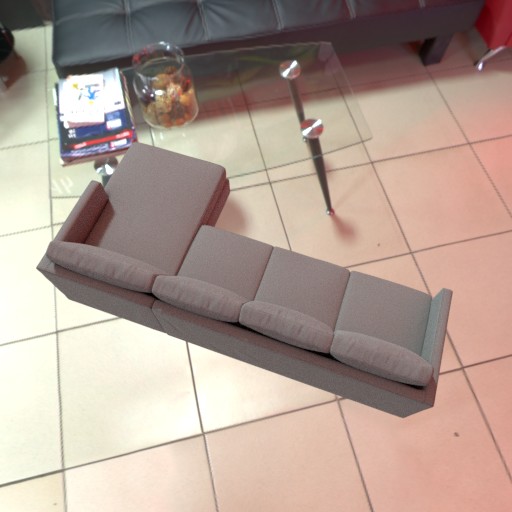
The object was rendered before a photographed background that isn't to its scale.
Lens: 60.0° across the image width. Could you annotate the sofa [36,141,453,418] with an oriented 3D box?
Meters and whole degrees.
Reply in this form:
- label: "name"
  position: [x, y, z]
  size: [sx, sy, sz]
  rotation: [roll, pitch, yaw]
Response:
- label: "sofa"
  position: [0.000, 0.000, 3.845]
  size: [3.177, 0.867, 1.622]
  rotation: [17, 65, 8]
